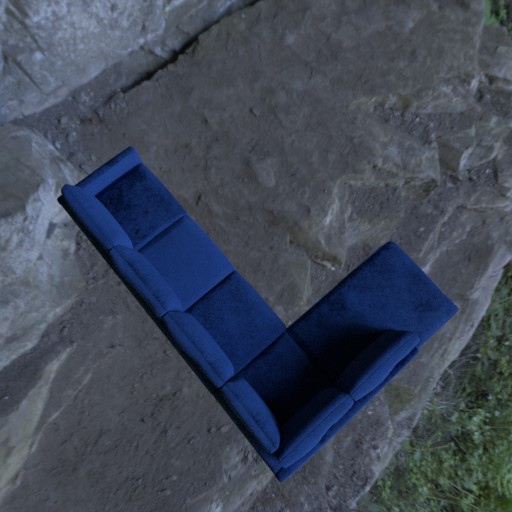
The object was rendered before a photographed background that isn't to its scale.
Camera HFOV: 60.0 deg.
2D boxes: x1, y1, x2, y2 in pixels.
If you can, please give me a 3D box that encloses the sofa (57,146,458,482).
[{"bbox_3d":[0.000,0.000,3.826,2.007,0.815,2.949,-40,78,-10],"label":"sofa"}]
